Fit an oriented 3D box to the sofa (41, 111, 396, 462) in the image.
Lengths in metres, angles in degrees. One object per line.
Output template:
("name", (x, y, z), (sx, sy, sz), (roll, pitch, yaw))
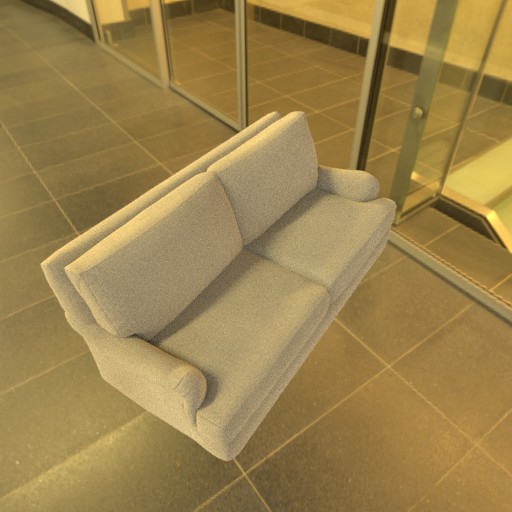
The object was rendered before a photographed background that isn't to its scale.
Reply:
("sofa", (0.000, 0.000, 2.690), (1.091, 0.997, 2.070), (24, 47, 25))
